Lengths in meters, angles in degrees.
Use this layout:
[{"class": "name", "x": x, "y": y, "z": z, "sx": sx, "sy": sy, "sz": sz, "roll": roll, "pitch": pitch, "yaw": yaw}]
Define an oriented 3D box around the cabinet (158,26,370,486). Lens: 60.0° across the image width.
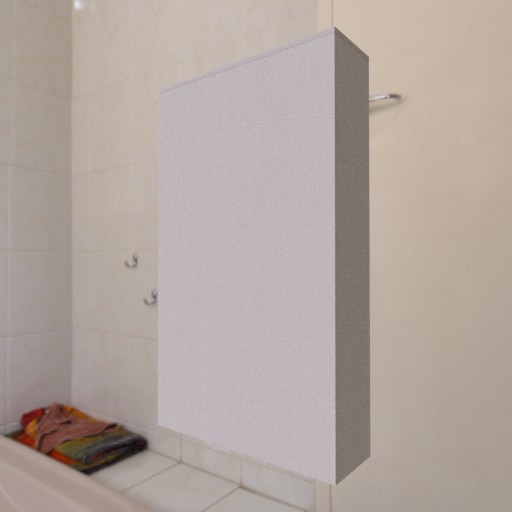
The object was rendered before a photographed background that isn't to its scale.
[{"class": "cabinet", "x": 0.000, "y": 0.000, "z": 1.561, "sx": 0.750, "sy": 1.280, "sz": 0.250, "roll": -1, "pitch": -1, "yaw": 38}]
